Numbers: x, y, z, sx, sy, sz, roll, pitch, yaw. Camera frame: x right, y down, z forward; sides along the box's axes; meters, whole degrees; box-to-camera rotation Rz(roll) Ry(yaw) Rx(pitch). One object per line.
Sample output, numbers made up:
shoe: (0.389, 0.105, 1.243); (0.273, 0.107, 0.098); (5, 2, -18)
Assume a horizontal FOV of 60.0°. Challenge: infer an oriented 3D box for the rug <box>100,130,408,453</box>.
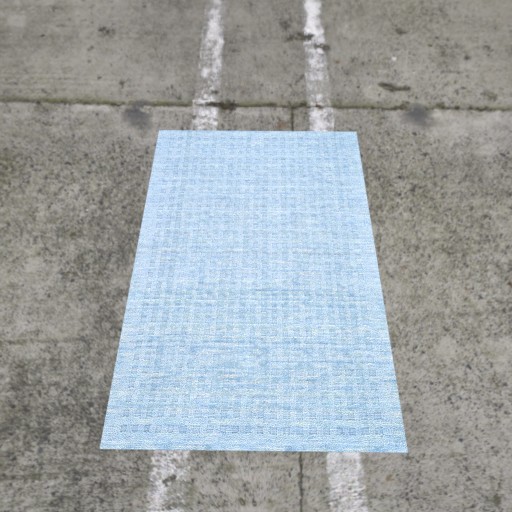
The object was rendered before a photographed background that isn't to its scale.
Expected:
rug: (0.000, 0.000, 2.805); (1.522, 0.006, 2.286); (1, 57, 0)
